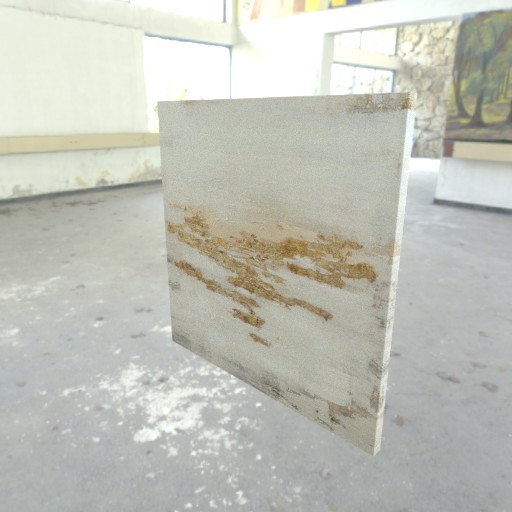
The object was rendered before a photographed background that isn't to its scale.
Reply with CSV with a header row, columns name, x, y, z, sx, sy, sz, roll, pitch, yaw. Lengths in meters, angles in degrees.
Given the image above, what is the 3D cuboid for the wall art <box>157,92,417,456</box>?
name,x,y,z,sx,sy,sz,roll,pitch,yaw
wall art,0.000,0.000,1.513,1.015,1.018,0.040,17,24,42
